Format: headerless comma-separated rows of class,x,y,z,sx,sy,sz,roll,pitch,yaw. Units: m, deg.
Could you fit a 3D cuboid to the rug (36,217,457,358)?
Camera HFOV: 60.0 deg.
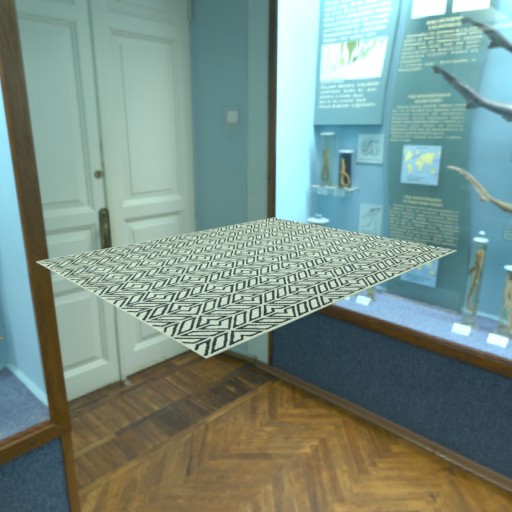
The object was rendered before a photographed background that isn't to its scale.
rug,0.000,0.000,4.084,3.045,0.008,2.421,-15,21,-42
